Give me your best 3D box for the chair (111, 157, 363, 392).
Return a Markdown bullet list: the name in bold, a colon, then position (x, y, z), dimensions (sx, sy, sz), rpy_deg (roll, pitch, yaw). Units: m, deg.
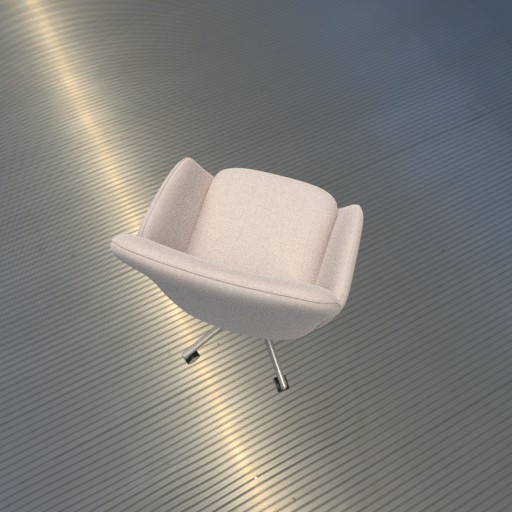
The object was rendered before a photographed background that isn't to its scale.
- **chair**: position (0.000, 0.000, 1.394), dimensions (0.648, 0.959, 0.633), rpy_deg (15, 64, 7)
